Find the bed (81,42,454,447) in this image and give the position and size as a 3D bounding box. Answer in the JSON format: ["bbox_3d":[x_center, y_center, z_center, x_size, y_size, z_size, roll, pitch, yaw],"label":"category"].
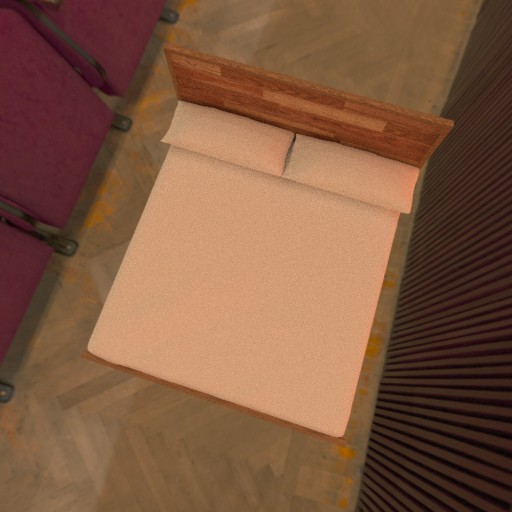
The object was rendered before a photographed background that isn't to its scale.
[{"bbox_3d":[0.000,0.000,3.311,2.013,1.295,2.184,17,75,5],"label":"bed"}]
